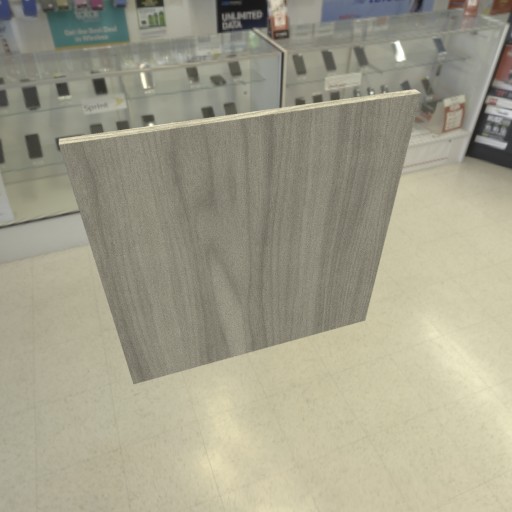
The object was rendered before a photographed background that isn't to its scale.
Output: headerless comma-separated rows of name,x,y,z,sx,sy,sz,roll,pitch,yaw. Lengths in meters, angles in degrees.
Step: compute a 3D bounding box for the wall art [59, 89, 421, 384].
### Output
wall art,0.000,0.000,0.763,0.508,0.507,0.016,-13,42,-14
